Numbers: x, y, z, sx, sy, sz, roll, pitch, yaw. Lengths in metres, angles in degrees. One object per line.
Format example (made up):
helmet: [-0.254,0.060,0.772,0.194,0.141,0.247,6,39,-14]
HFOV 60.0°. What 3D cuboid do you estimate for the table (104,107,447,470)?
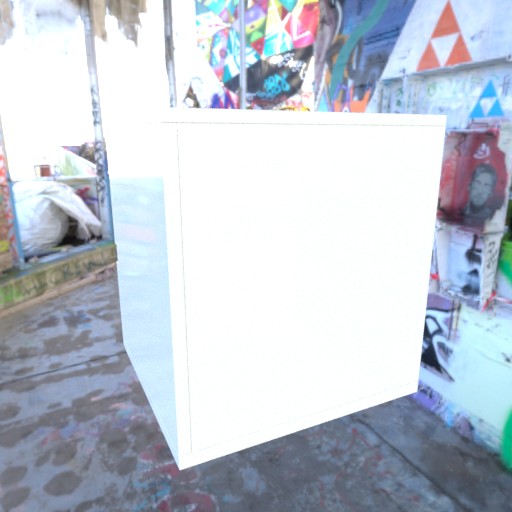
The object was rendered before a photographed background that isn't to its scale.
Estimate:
table: [0.000,0.000,0.787,0.420,0.470,0.400,-7,17,-25]
